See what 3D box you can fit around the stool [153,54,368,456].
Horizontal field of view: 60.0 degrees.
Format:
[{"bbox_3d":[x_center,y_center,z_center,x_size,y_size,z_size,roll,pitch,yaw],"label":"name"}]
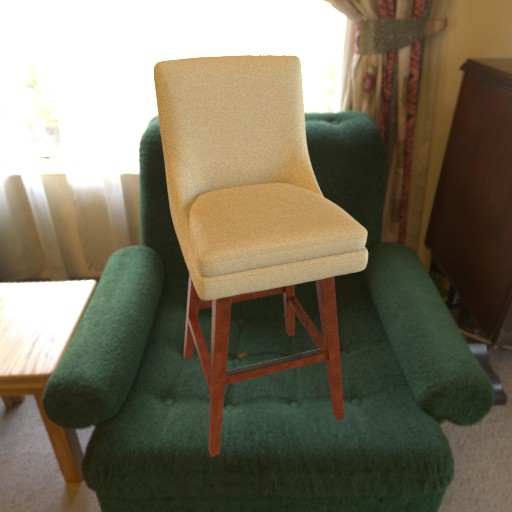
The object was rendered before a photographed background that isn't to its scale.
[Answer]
[{"bbox_3d":[0.000,0.000,1.386,0.470,1.092,0.559,-10,32,-15],"label":"stool"}]
